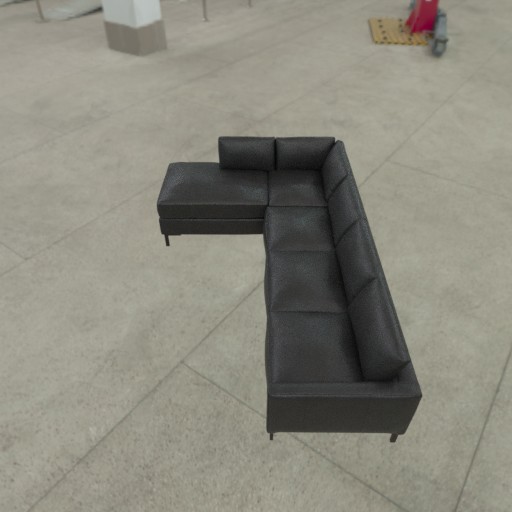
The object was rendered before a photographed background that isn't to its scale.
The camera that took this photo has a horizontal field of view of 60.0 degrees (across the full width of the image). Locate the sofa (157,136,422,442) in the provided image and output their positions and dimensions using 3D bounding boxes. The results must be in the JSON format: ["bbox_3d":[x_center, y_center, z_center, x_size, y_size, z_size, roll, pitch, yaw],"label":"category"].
[{"bbox_3d":[0.000,0.000,3.804,1.938,0.877,2.984,0,41,0],"label":"sofa"}]
